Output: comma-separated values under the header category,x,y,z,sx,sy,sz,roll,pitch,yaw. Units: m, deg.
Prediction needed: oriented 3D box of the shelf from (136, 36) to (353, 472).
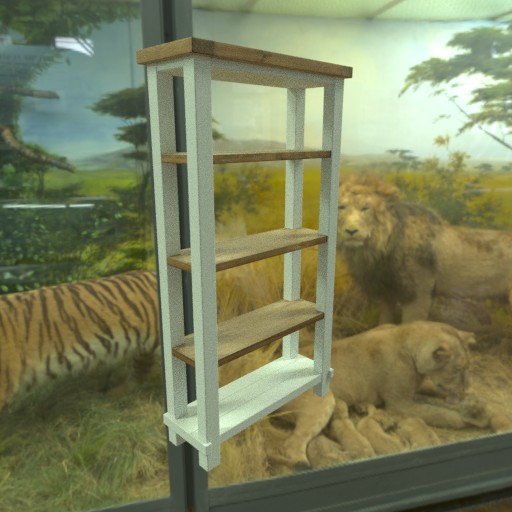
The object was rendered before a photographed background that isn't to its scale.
category,x,y,z,sx,sy,sz,roll,pitch,yaw
shelf,0.000,0.000,2.292,1.022,1.878,0.381,-15,21,-43
